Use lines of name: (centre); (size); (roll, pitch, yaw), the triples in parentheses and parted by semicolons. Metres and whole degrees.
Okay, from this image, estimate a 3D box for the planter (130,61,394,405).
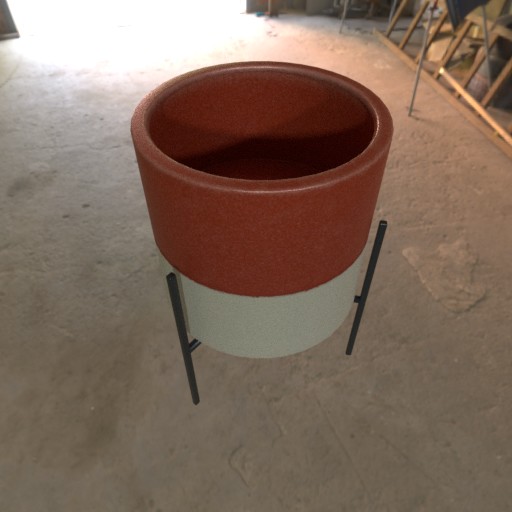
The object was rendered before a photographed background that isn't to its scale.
planter: (0.000, 0.000, 0.518); (0.235, 0.354, 0.251); (31, 53, 27)
